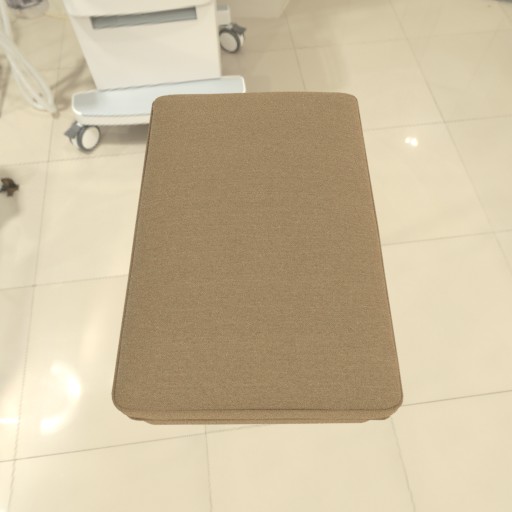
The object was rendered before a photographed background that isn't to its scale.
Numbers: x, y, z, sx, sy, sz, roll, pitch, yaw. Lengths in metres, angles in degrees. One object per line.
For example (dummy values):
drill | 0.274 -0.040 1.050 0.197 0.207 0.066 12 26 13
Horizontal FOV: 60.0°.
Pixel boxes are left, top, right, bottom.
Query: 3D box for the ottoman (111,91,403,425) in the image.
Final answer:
ottoman | 0.000 0.000 1.304 0.636 0.521 0.945 0 62 0
